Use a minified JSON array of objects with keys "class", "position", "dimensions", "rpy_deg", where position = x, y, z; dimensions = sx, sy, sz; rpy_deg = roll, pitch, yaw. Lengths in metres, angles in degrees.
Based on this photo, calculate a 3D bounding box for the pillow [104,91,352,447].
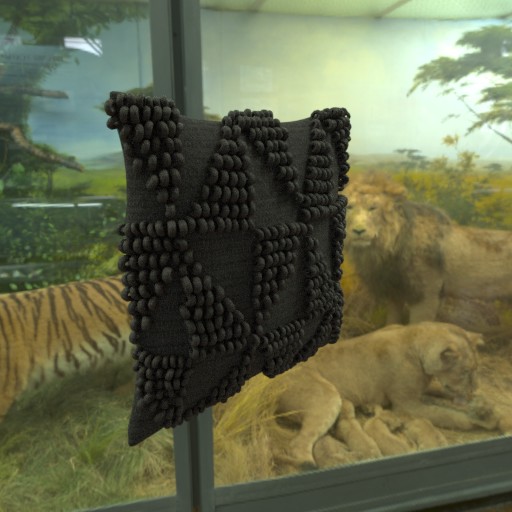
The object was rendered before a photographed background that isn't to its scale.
[{"class":"pillow","position":[0.000,0.000,0.704],"dimensions":[0.470,0.467,0.172],"rpy_deg":[-14,21,-42]}]
